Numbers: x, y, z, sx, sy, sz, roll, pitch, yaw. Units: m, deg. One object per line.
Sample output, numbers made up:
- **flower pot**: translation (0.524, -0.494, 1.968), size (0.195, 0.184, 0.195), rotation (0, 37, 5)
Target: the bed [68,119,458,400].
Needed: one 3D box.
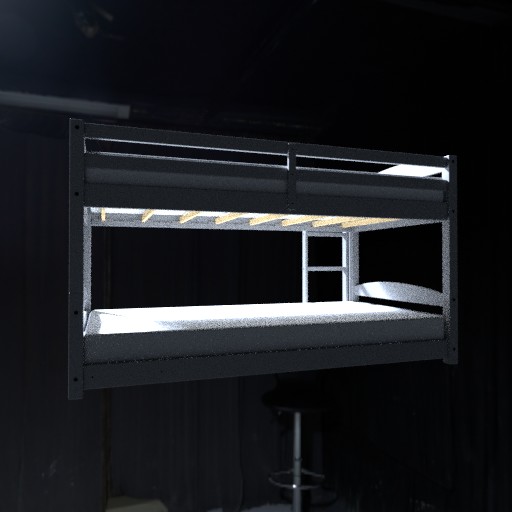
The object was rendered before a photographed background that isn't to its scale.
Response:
- **bed**: translation (0.000, 0.000, 2.678), size (2.013, 1.206, 1.105), rotation (0, -1, -19)
